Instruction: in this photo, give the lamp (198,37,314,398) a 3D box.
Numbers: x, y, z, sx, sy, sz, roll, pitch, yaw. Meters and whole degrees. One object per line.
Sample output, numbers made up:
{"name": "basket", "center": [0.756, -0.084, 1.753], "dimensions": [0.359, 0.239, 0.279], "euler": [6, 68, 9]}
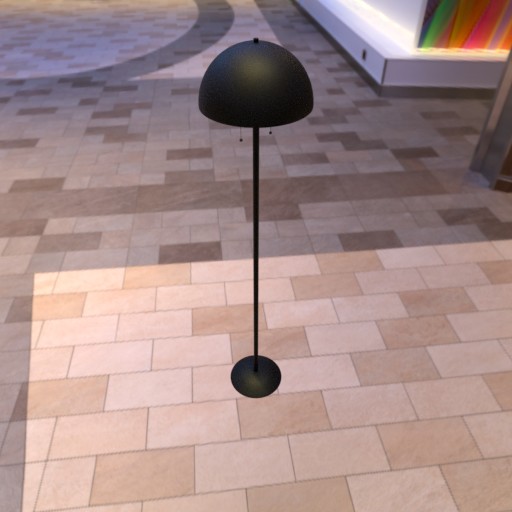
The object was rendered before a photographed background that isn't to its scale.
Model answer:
{"name": "lamp", "center": [0.000, 0.000, 1.631], "dimensions": [0.328, 1.480, 0.328], "euler": [26, 46, 28]}
